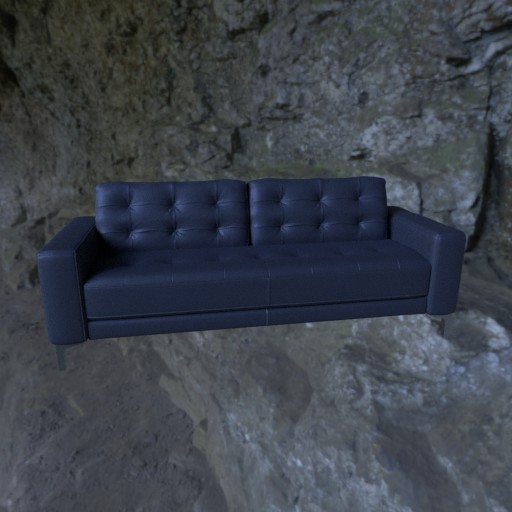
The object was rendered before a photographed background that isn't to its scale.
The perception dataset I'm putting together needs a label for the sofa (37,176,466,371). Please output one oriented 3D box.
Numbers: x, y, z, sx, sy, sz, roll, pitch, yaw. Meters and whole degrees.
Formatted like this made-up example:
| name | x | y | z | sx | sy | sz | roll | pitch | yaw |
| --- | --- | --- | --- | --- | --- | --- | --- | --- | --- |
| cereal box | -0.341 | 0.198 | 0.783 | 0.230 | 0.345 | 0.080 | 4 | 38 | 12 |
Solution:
| name | x | y | z | sx | sy | sz | roll | pitch | yaw |
| --- | --- | --- | --- | --- | --- | --- | --- | --- | --- |
| sofa | 0.000 | 0.000 | 2.698 | 2.275 | 0.893 | 0.833 | -3 | 17 | -10 |
